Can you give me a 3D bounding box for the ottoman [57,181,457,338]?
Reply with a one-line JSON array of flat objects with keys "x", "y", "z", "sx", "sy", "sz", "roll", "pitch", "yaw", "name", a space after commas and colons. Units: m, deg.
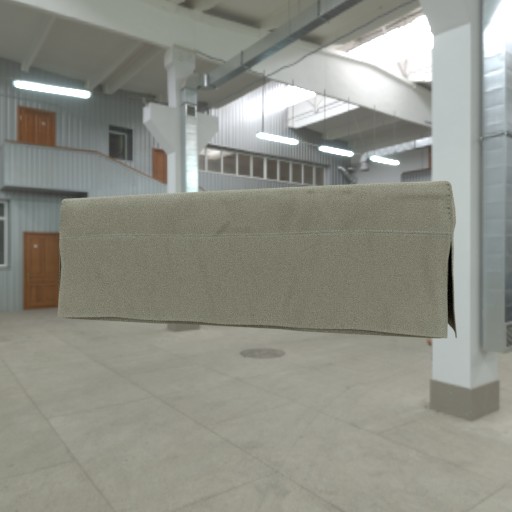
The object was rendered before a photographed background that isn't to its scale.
[{"x": 0.000, "y": 0.000, "z": 1.719, "sx": 1.388, "sy": 0.457, "sz": 0.665, "roll": 0, "pitch": 0, "yaw": 18, "name": "ottoman"}]
